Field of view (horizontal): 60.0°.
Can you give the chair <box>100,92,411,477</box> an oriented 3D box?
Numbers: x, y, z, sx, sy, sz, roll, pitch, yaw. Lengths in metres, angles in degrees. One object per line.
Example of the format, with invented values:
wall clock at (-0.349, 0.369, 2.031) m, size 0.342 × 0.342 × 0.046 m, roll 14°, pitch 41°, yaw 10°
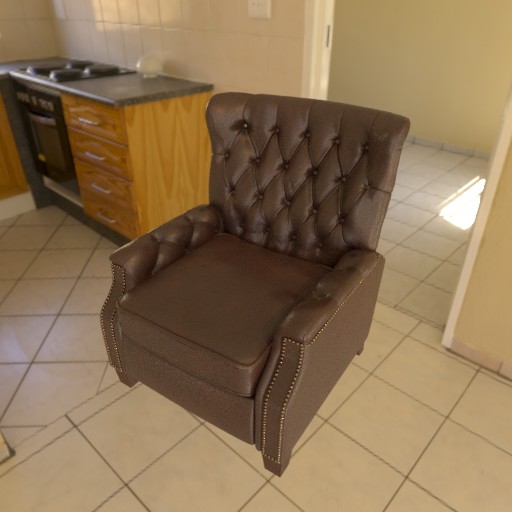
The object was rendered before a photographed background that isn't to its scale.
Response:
chair at (0.000, 0.000, 1.445) m, size 0.709 × 0.864 × 0.823 m, roll 19°, pitch 36°, yaw 28°
